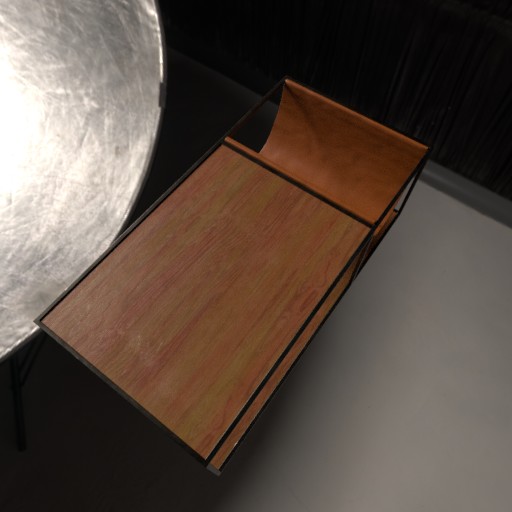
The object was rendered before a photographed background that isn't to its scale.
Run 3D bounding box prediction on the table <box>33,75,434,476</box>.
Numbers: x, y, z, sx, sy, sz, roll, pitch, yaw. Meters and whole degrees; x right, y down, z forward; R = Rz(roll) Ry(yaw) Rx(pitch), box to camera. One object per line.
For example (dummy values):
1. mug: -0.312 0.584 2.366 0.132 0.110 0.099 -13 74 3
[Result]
1. table: 0.000 0.000 1.501 0.597 0.403 1.199 33 66 17
